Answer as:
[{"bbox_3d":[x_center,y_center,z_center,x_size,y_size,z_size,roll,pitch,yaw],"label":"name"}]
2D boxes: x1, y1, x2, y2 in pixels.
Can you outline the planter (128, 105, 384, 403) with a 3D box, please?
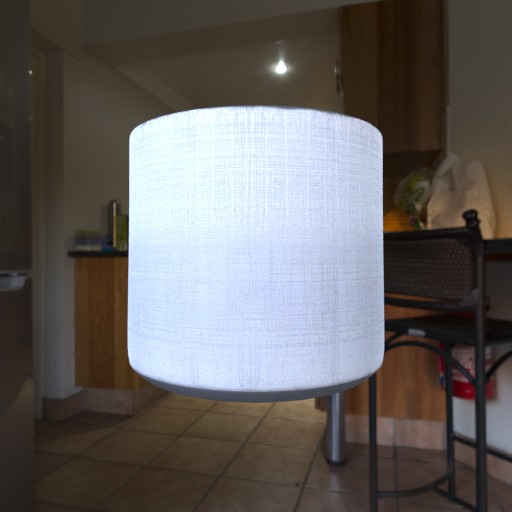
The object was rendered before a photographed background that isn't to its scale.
[{"bbox_3d":[0.000,0.000,0.396,0.221,0.201,0.221,0,1,0],"label":"planter"}]
